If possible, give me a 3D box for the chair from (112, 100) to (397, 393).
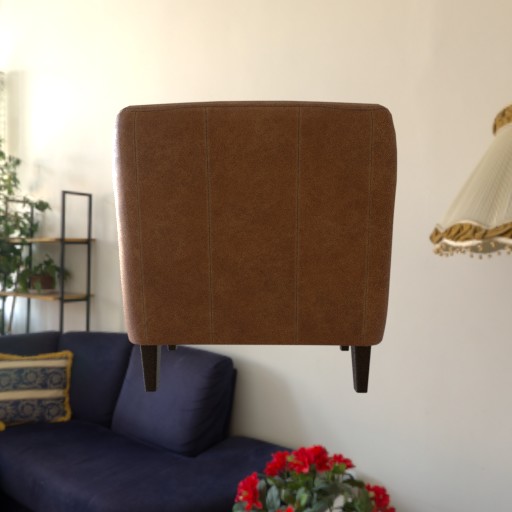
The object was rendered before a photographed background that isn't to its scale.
[{"bbox_3d":[0.000,0.000,1.857,1.037,0.980,1.034,0,0,1],"label":"chair"}]
